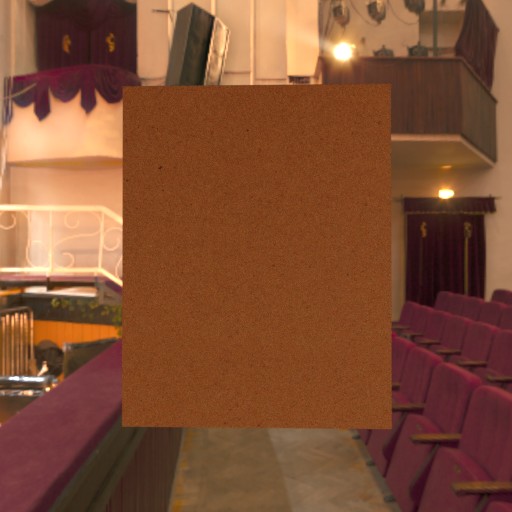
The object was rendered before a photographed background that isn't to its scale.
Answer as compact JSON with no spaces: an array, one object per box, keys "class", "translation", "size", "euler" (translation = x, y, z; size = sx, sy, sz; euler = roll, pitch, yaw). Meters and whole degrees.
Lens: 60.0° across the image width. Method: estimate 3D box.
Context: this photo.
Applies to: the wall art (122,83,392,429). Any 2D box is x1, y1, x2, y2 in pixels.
[{"class":"wall art","translation":[0.000,0.000,0.802],"size":[0.481,0.613,0.020],"euler":[0,0,1]}]
